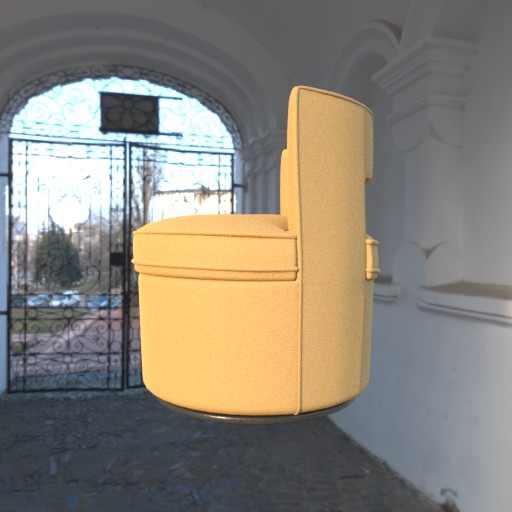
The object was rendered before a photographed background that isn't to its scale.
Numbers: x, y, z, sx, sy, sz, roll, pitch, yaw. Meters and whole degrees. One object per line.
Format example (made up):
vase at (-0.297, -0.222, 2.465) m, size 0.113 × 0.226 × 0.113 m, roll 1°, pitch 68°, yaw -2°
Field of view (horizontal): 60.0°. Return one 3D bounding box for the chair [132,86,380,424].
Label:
chair at (0.000, 0.000, 1.222) m, size 0.665 × 0.723 × 0.650 m, roll 0°, pitch 0°, yaw 2°
